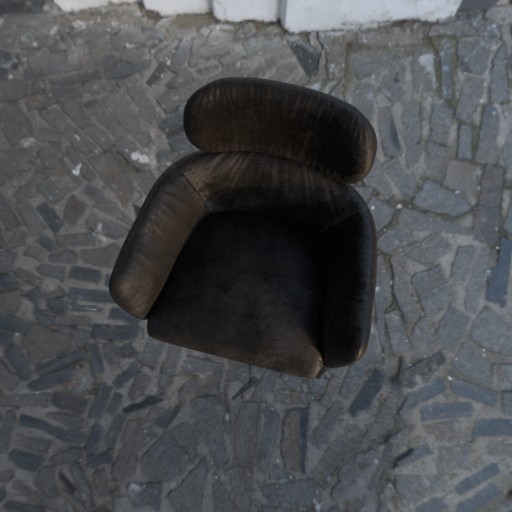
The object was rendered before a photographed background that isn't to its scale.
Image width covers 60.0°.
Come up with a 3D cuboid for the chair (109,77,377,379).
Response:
[{"bbox_3d":[0.000,0.000,1.290,0.640,0.818,0.604,14,76,4],"label":"chair"}]
